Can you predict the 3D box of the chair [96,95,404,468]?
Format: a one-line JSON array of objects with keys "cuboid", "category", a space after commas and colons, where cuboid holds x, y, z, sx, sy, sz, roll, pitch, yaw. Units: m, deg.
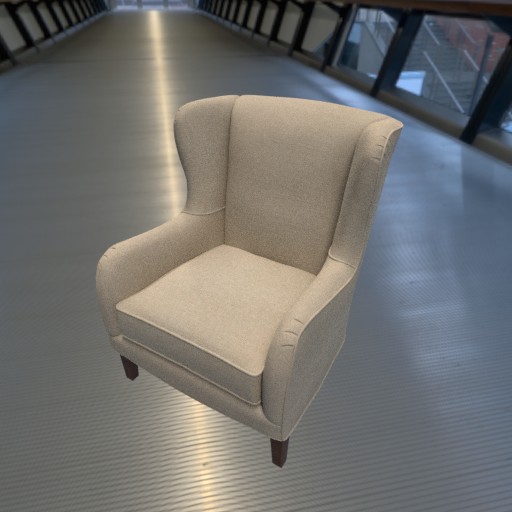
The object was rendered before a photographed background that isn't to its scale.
[{"cuboid": [0.000, 0.000, 1.746, 0.838, 1.040, 0.966, 19, 37, 27], "category": "chair"}]
